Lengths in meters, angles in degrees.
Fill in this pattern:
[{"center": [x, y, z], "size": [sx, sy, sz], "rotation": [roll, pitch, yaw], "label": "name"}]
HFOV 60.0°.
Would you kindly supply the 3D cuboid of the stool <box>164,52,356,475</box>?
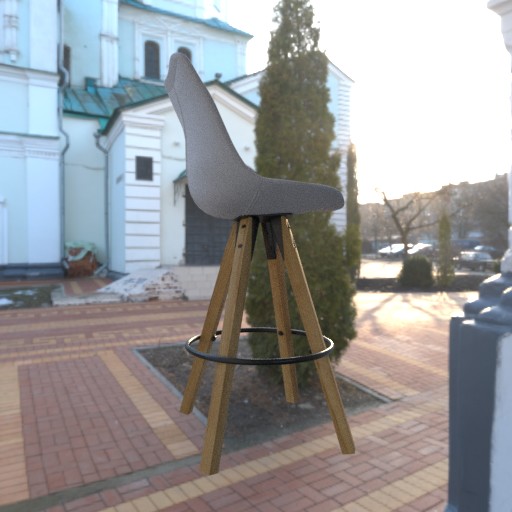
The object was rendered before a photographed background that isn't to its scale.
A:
[{"center": [0.000, 0.000, 1.398], "size": [0.550, 1.115, 0.484], "rotation": [0, 1, -17], "label": "stool"}]
